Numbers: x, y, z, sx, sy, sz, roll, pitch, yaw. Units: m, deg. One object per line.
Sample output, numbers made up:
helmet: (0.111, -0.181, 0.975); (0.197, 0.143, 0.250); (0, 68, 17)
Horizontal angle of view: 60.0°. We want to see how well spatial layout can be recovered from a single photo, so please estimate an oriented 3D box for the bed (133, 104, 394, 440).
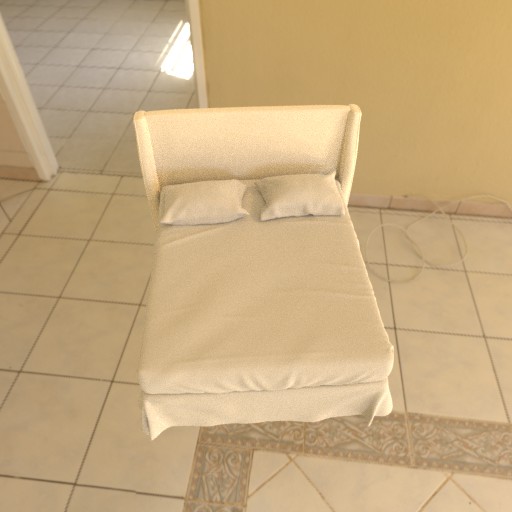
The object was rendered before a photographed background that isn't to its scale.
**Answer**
bed: (0.000, 0.000, 3.468); (1.925, 1.332, 2.276); (-3, 47, -2)
